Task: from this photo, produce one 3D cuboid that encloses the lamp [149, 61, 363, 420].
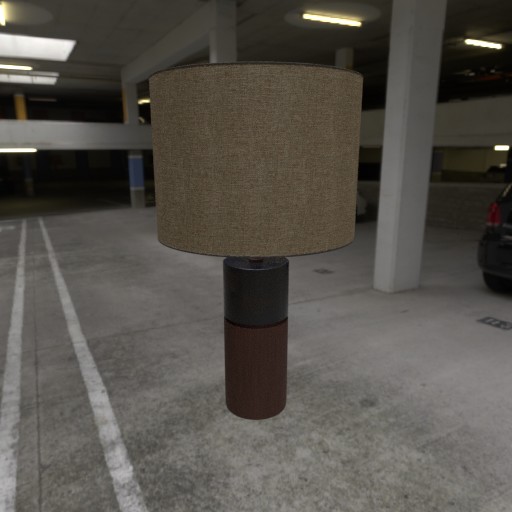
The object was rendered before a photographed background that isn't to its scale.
[{"bbox_3d":[0.000,0.000,0.471,0.202,0.350,0.202,0,14,0],"label":"lamp"}]
